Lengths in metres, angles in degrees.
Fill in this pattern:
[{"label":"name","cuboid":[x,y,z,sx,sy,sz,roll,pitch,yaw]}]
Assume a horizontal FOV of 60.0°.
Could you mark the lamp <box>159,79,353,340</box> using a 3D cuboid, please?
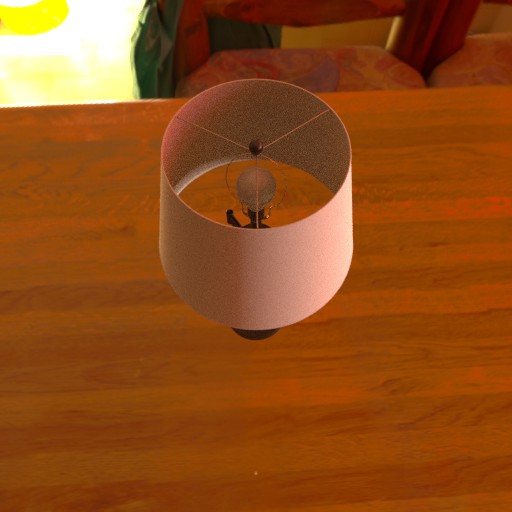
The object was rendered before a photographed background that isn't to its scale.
[{"label":"lamp","cuboid":[0.000,0.000,0.910,0.363,0.696,0.363,0,64,0]}]
